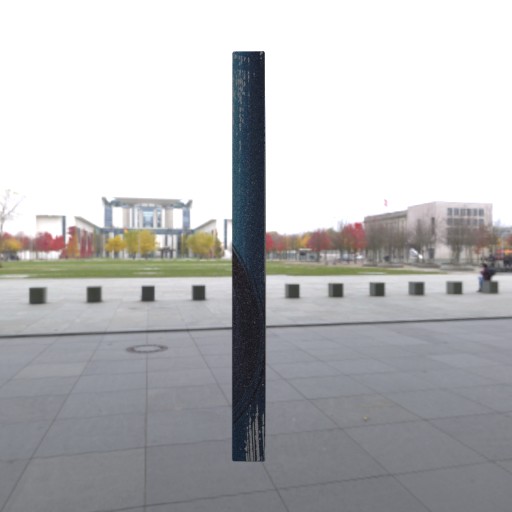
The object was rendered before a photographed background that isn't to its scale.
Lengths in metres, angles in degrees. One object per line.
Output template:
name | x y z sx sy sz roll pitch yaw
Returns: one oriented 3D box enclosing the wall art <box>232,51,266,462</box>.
wall art | 0.000 0.000 0.742 0.033 0.406 0.609 0 0 1
